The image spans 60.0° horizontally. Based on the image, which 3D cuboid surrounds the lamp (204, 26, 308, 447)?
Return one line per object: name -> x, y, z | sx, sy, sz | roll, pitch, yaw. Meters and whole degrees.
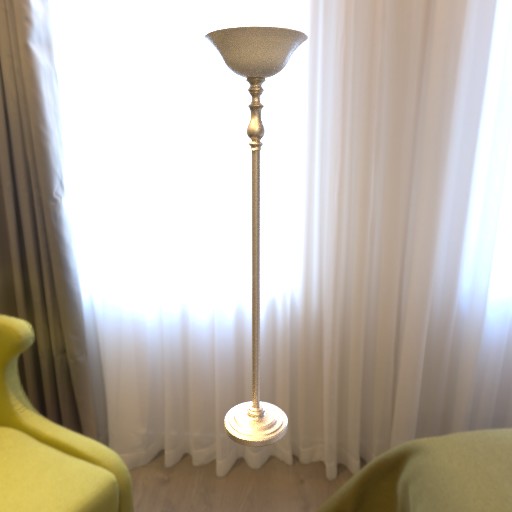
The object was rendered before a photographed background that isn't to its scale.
lamp -> 0.000, 0.000, 1.971 | 0.405, 1.771, 0.405 | -8, 17, -25
